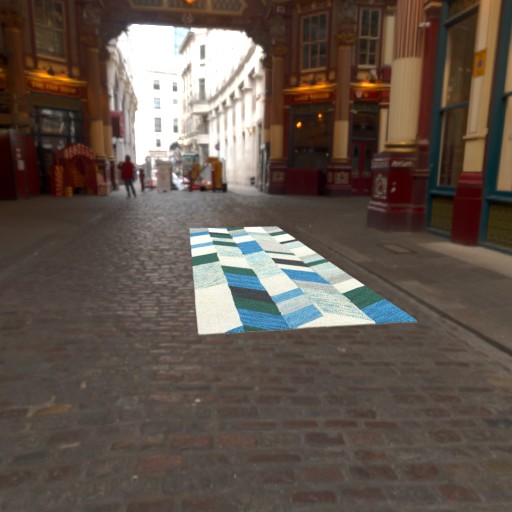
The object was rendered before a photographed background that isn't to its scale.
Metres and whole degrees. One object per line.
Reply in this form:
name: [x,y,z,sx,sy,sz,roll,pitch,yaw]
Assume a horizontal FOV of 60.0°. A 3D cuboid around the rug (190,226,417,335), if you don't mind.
rug: [0.000,0.000,2.683,0.774,0.008,2.437,-2,12,-9]
